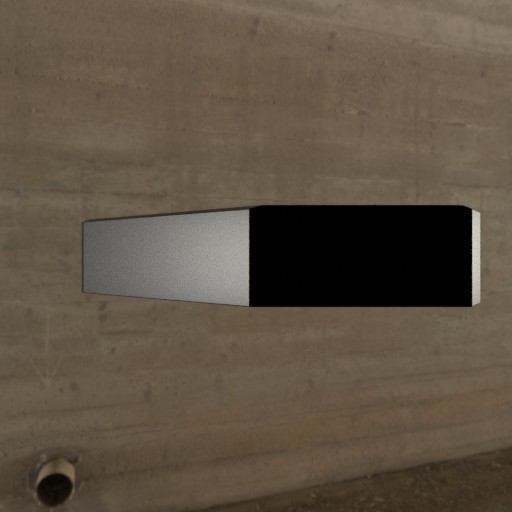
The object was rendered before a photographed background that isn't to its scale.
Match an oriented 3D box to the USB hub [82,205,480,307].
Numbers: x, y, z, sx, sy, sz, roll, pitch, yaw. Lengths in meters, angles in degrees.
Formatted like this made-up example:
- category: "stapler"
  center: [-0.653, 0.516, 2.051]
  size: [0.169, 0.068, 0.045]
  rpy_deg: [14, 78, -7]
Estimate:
- category: "USB hub"
  center: [0.000, 0.000, 0.126]
  size: [0.110, 0.023, 0.044]
  rpy_deg: [0, 0, 36]
